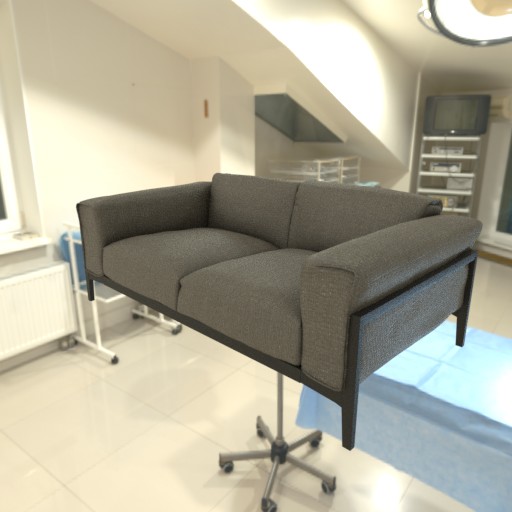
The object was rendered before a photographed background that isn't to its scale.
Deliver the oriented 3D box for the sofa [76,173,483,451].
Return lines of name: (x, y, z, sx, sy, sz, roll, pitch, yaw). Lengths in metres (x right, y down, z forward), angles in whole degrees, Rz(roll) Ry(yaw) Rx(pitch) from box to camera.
sofa: (0.000, 0.000, 2.096, 1.690, 0.656, 0.960, 16, 23, 42)
